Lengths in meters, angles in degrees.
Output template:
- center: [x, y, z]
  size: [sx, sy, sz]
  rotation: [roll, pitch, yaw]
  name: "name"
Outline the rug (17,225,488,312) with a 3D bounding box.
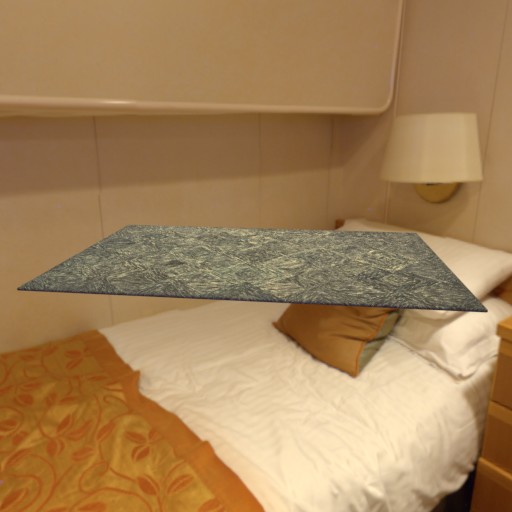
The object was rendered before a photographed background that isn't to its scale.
- center: [0.000, 0.000, 2.872]
  size: [2.330, 0.017, 1.478]
  rotation: [2, 17, 7]
  name: "rug"
